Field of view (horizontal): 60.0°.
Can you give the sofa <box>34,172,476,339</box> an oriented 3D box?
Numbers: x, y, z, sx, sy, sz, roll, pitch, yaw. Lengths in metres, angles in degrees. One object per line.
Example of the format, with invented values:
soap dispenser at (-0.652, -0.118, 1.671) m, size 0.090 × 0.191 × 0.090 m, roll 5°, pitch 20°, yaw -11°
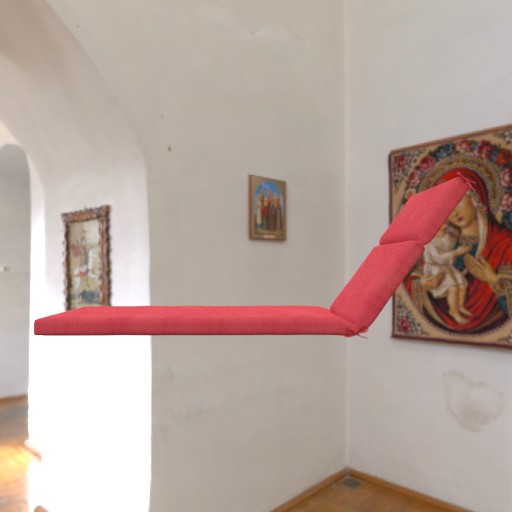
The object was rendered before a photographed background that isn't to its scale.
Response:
sofa at (0.000, 0.000, 1.904) m, size 1.663 × 0.622 × 0.582 m, roll 0°, pitch -1°, yaw -1°
